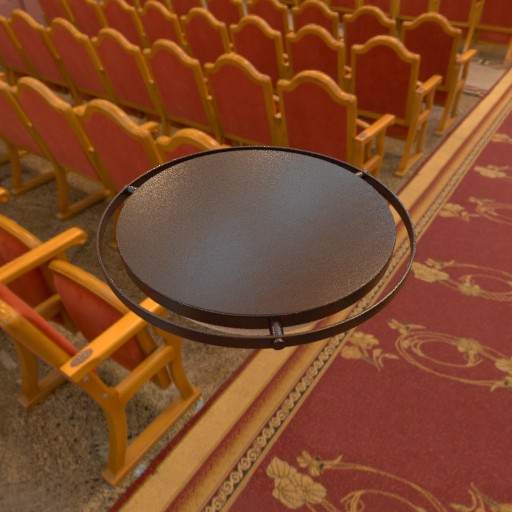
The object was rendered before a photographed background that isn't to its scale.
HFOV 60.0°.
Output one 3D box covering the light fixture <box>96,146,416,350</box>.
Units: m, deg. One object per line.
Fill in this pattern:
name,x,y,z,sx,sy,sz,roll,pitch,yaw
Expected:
light fixture,0.000,0.000,0.556,0.361,0.130,0.361,0,40,0
